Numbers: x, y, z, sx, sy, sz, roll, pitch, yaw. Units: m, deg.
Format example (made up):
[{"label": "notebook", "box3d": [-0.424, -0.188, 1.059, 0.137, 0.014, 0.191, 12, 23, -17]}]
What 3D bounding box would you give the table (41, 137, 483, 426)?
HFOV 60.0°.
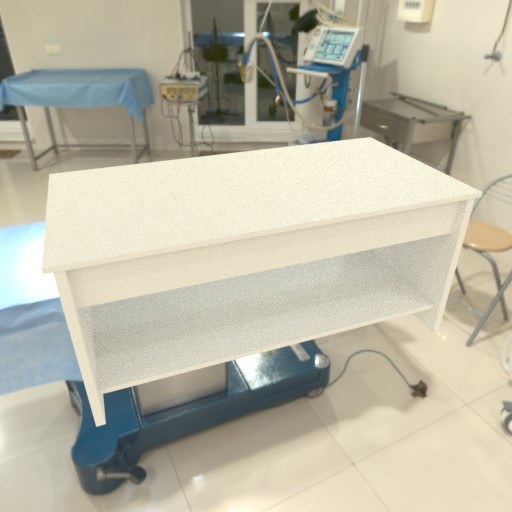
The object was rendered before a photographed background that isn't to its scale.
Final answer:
[{"label": "table", "box3d": [0.000, 0.000, 1.252, 1.000, 0.441, 0.500, -11, 33, -17]}]
